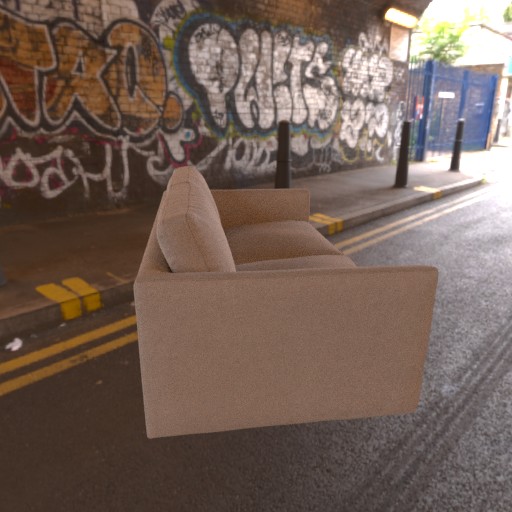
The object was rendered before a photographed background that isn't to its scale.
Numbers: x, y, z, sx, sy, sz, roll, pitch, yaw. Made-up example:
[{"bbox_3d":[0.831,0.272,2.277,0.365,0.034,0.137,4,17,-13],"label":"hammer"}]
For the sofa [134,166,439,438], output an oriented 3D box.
[{"bbox_3d":[0.000,0.000,2.474,1.091,0.839,1.905,-3,18,-8],"label":"sofa"}]
